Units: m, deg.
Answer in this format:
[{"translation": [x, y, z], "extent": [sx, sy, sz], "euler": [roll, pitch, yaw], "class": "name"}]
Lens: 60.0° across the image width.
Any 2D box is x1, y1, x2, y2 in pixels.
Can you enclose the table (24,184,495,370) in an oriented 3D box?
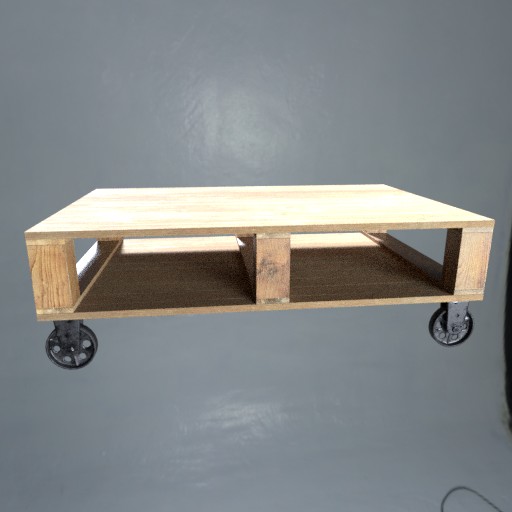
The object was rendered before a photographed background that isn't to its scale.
[{"translation": [0.000, 0.000, 1.665], "extent": [1.299, 0.413, 0.827], "euler": [-2, 16, -7], "class": "table"}]
